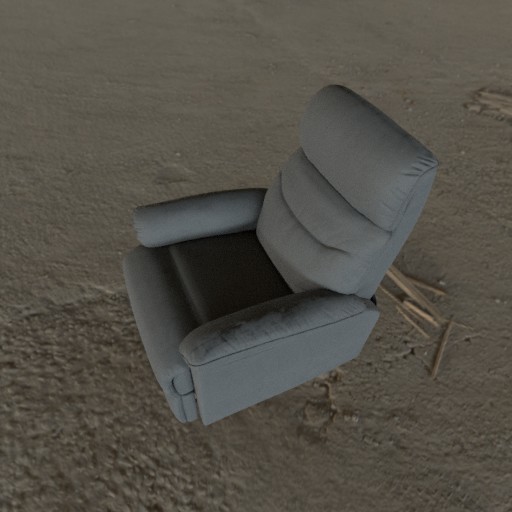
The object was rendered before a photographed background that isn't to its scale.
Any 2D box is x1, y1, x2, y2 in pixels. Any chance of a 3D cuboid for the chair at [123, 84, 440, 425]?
[{"bbox_3d":[0.000,0.000,1.729,1.004,1.037,0.820,-17,48,-16],"label":"chair"}]
